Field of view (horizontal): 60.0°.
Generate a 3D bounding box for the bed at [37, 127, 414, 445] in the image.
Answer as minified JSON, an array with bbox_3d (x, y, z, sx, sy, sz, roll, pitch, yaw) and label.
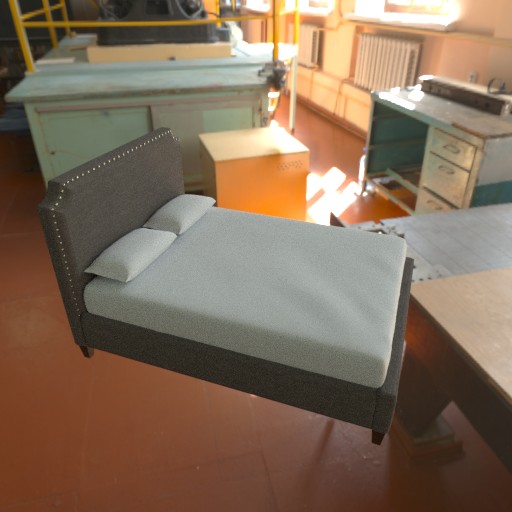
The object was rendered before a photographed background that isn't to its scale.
[{"bbox_3d":[0.000,0.000,3.481,2.381,1.457,1.713,11,33,17],"label":"bed"}]
